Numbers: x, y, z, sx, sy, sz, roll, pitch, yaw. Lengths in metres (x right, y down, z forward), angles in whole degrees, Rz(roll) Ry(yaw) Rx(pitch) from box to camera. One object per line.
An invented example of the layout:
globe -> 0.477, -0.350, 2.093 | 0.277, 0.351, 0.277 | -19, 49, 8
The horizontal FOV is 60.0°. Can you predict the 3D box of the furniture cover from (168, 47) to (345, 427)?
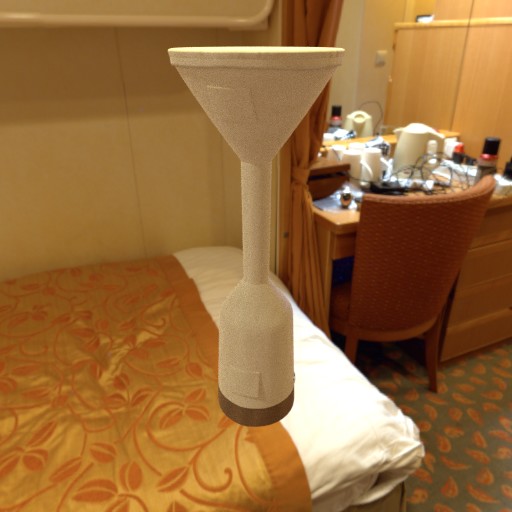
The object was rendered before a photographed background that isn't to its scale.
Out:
furniture cover -> 0.000, 0.000, 2.840 | 0.914, 2.413, 0.914 | 8, 27, 16
